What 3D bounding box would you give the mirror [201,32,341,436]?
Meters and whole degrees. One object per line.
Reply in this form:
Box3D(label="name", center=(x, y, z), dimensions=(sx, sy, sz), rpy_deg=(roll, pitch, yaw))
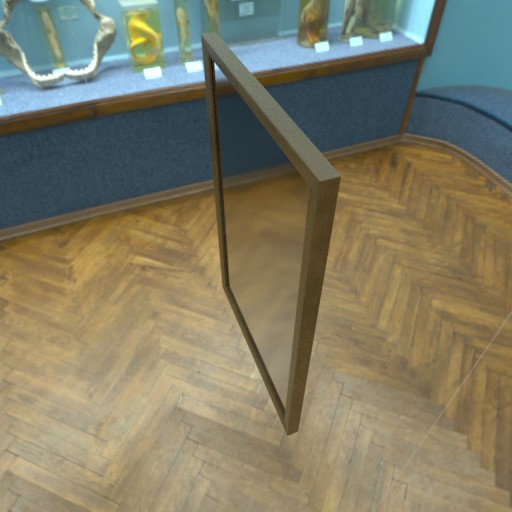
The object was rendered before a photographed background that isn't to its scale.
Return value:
Box3D(label="mirror", center=(0.000, 0.000, 1.169), dimensions=(0.040, 0.915, 0.609), rpy_deg=(-16, 48, -14))
